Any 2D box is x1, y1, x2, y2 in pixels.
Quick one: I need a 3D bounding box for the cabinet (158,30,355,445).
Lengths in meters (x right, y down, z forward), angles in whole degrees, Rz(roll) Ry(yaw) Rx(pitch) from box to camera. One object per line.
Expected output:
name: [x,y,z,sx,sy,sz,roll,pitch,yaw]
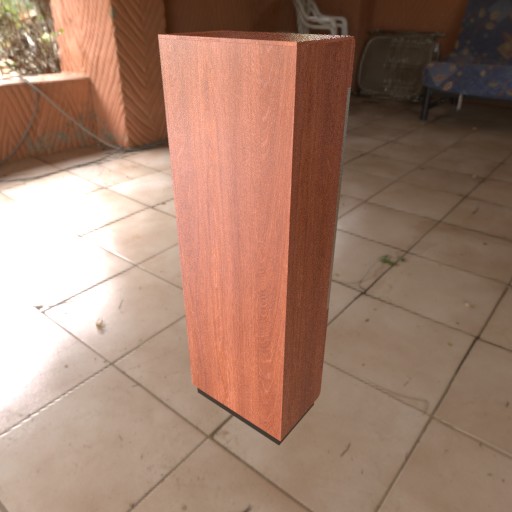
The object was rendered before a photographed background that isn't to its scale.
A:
cabinet: [0.000,0.000,2.215,0.660,1.980,0.420,21,36,32]
